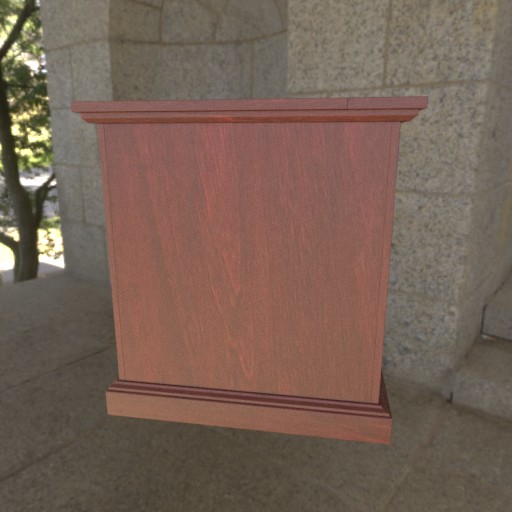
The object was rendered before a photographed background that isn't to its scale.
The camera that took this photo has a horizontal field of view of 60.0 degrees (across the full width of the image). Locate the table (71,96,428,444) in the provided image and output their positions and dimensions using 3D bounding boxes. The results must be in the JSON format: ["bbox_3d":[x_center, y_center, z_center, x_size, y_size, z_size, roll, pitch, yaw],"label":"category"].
[{"bbox_3d":[0.000,0.000,0.958,0.584,0.612,0.356,2,15,9],"label":"table"}]
